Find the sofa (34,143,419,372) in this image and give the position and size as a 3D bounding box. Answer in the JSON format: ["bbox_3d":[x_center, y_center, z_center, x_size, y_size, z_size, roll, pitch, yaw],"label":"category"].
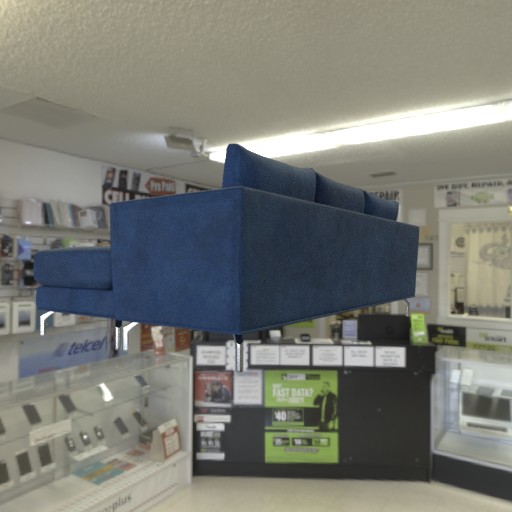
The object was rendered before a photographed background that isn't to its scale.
[{"bbox_3d":[0.000,0.000,3.174,1.622,0.987,2.438,-1,-1,36],"label":"sofa"}]
